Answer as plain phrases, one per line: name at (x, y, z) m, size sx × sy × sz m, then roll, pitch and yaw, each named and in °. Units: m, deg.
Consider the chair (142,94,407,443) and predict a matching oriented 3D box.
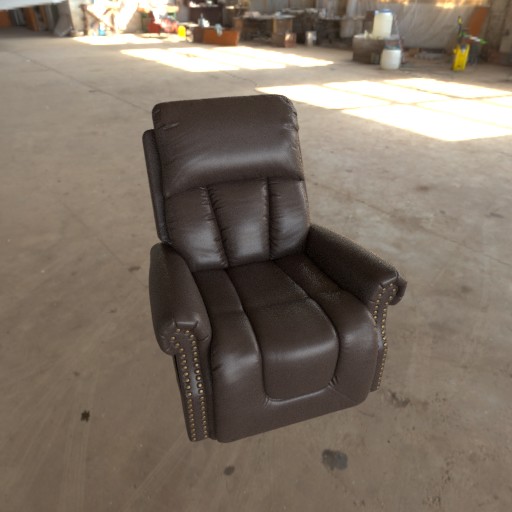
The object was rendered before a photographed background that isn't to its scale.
chair at (0.000, 0.000, 1.727) m, size 0.869 × 1.028 × 0.978 m, roll -10°, pitch 33°, yaw -16°
